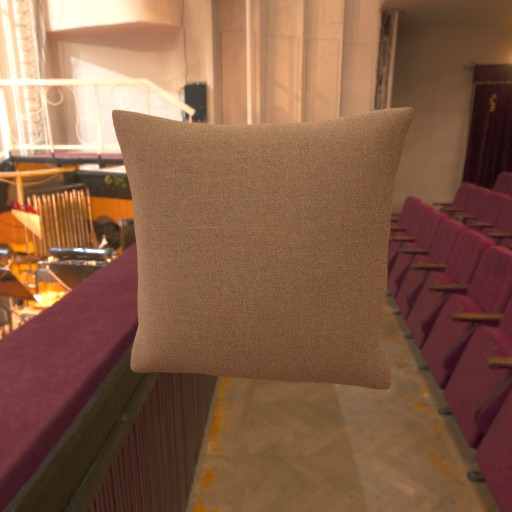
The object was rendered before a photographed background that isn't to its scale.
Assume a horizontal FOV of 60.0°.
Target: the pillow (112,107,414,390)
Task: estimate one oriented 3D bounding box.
[{"bbox_3d":[0.000,0.000,0.800,0.512,0.506,0.178,2,15,7],"label":"pillow"}]
